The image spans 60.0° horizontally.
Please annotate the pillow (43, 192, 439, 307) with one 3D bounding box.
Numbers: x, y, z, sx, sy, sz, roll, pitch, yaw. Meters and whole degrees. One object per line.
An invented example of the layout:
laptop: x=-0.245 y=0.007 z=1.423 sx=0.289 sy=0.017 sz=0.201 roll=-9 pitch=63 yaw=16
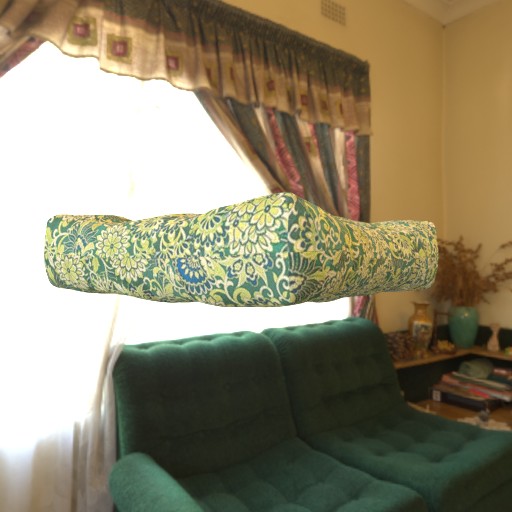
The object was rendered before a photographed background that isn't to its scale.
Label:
pillow: x=0.000 y=0.000 z=0.726 sx=0.468 sy=0.128 sz=0.490 roll=0 pitch=-1 yaw=37
